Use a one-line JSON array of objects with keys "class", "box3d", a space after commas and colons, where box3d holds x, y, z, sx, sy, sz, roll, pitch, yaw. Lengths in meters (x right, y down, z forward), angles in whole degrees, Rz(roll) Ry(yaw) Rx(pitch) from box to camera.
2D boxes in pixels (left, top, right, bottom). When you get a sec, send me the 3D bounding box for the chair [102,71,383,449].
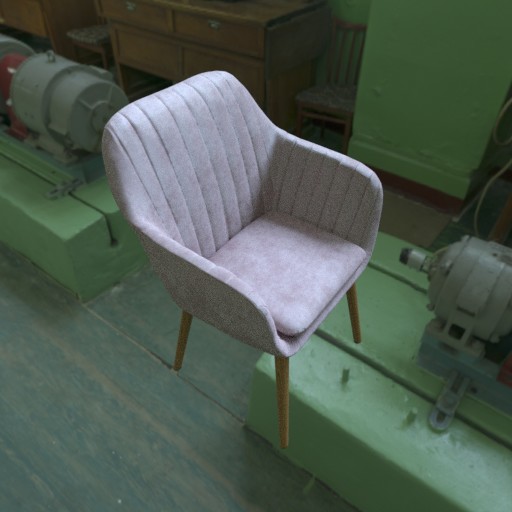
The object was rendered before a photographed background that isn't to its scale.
[{"class": "chair", "box3d": [0.000, 0.000, 1.257, 0.570, 0.832, 0.610, 26, 48, 26]}]
